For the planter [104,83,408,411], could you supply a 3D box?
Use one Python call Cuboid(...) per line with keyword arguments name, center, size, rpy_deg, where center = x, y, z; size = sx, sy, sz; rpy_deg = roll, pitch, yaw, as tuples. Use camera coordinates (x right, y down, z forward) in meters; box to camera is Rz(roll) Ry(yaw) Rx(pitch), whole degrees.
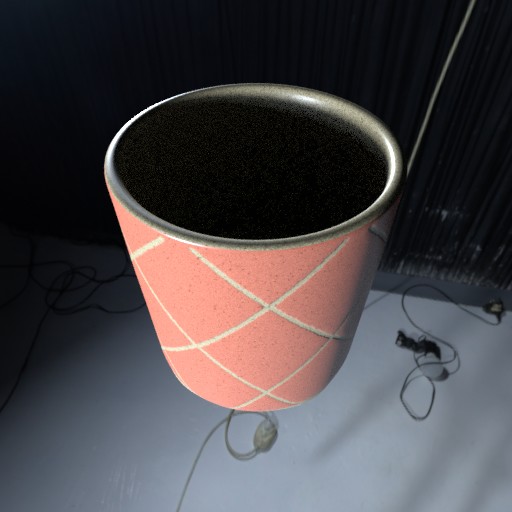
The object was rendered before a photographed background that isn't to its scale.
Cuboid(name="planter", center=(0.000, 0.000, 0.355), size=(0.191, 0.200, 0.191), rpy_deg=(0, 45, 0))
